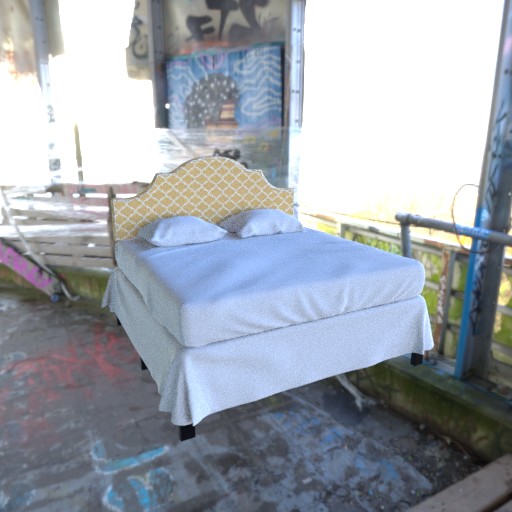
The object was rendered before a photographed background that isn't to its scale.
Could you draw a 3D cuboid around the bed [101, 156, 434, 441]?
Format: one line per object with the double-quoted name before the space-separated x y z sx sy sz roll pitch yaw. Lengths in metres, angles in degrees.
"bed" 0.000 0.000 3.798 2.314 1.601 2.222 -8 17 -27
